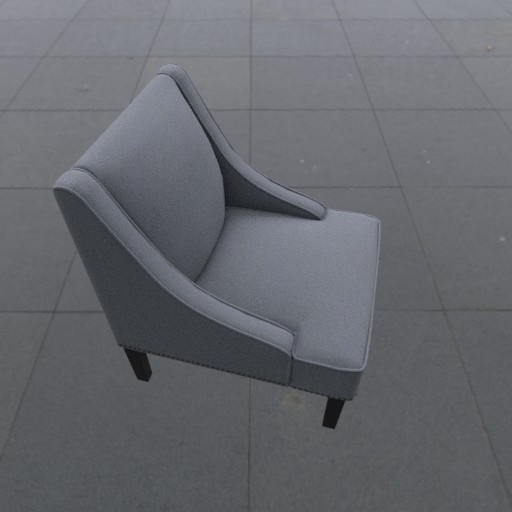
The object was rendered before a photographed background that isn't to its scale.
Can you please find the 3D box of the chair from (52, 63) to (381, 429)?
[{"bbox_3d":[0.000,0.000,1.373,0.747,0.867,0.631,11,48,10],"label":"chair"}]
